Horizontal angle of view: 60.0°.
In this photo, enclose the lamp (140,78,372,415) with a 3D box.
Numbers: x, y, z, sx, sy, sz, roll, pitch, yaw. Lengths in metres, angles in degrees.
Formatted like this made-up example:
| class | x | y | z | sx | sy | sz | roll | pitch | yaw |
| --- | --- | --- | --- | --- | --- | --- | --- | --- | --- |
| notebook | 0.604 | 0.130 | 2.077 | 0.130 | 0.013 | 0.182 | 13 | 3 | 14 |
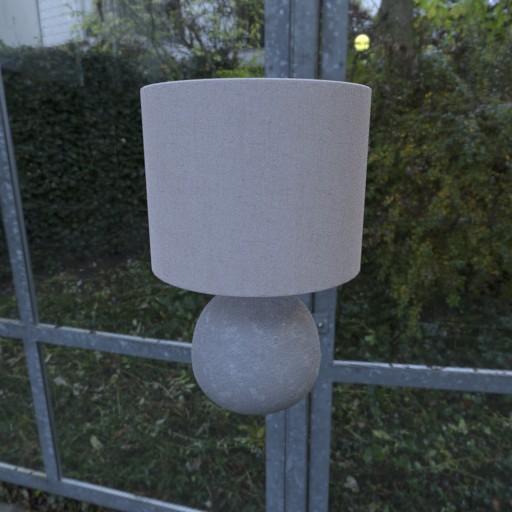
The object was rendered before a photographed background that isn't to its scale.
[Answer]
| class | x | y | z | sx | sy | sz | roll | pitch | yaw |
| --- | --- | --- | --- | --- | --- | --- | --- | --- | --- |
| lamp | 0.000 | 0.000 | 0.585 | 0.269 | 0.409 | 0.269 | 8 | 17 | 27 |
